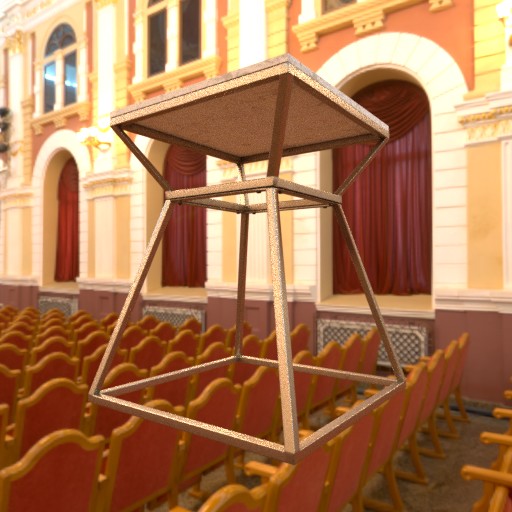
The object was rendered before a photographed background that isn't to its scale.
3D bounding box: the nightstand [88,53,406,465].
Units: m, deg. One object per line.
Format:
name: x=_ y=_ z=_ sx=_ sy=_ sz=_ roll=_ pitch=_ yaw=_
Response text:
nightstand: x=0.000 y=0.000 z=0.893 sx=0.455 sy=0.554 sz=0.455 roll=-1 pitch=-2 yaw=36
